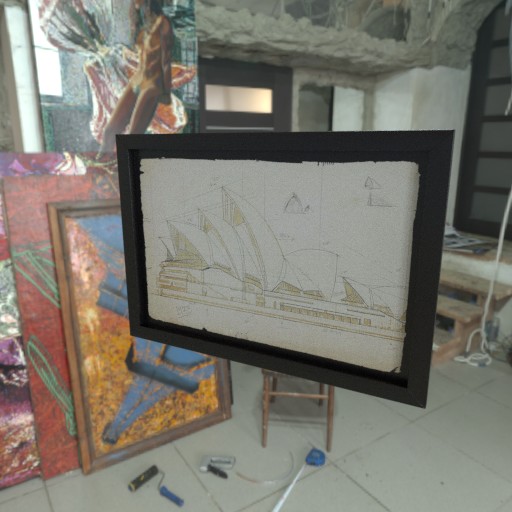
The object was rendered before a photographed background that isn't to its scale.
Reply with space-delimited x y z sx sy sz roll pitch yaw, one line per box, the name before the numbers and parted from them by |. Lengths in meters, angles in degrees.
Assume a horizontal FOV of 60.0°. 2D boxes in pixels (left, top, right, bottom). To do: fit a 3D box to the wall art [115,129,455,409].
wall art | 0.000 0.000 0.570 0.440 0.306 0.013 7 16 26
